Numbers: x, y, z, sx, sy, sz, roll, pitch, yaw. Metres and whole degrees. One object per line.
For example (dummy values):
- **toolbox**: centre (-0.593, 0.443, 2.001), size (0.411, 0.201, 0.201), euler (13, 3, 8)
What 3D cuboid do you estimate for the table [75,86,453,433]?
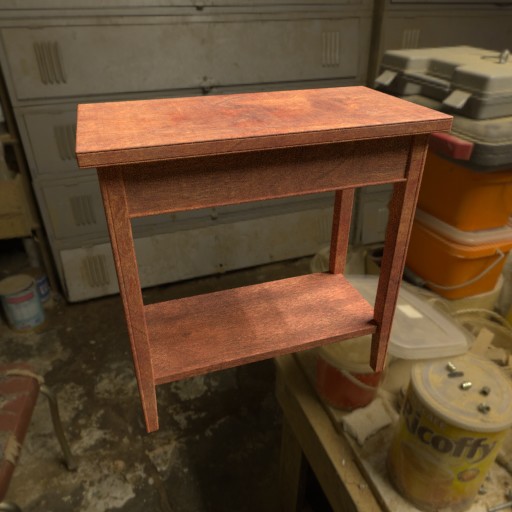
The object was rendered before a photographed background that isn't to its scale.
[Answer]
- **table**: centre (0.000, 0.000, 0.952), size (0.610, 0.610, 0.305), euler (-10, 32, -16)
